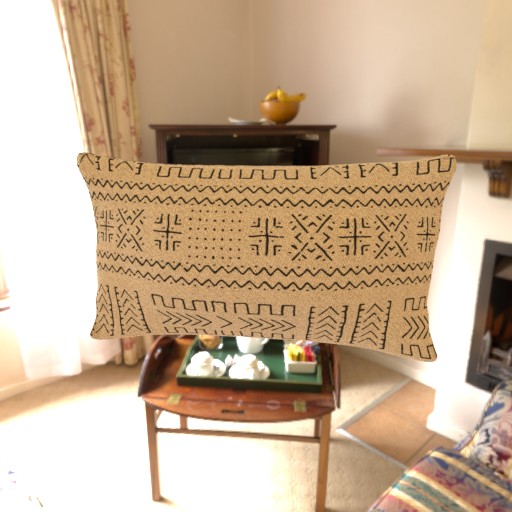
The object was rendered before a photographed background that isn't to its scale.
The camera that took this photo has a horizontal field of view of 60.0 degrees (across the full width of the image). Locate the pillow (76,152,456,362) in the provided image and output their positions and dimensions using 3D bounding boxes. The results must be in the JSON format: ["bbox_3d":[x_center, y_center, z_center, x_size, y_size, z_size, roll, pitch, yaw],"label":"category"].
[{"bbox_3d":[0.000,0.000,0.777,0.637,0.352,0.188,2,15,7],"label":"pillow"}]
